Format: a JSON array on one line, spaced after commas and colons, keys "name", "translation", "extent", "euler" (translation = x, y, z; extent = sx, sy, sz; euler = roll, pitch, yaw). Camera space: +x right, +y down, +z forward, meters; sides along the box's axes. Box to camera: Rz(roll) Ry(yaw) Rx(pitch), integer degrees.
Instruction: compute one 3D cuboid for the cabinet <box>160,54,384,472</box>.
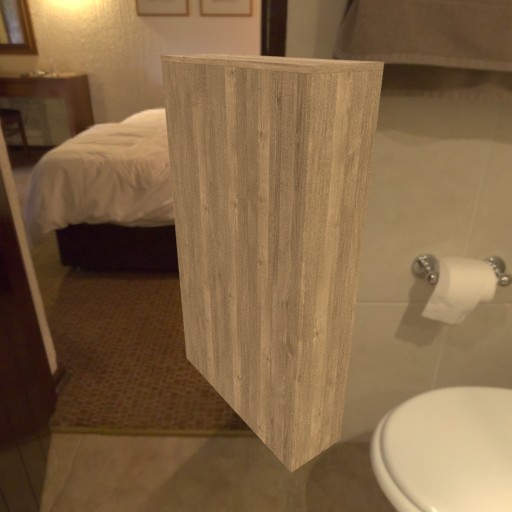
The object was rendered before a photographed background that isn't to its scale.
[{"name": "cabinet", "translation": [0.000, 0.000, 1.568], "extent": [0.250, 1.280, 0.750], "euler": [-18, 31, -32]}]
